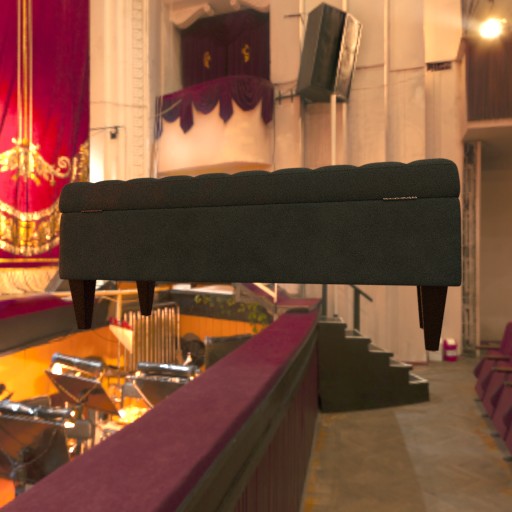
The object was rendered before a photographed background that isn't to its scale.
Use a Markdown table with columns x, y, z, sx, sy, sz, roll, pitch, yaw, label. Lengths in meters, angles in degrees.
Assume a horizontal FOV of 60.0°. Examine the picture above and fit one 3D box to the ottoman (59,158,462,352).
| x | y | z | sx | sy | sz | roll | pitch | yaw | label |
| --- | --- | --- | --- | --- | --- | --- | --- | --- | --- |
| 0.000 | 0.000 | 1.414 | 1.151 | 0.469 | 0.482 | 0 | 0 | 18 | ottoman |
